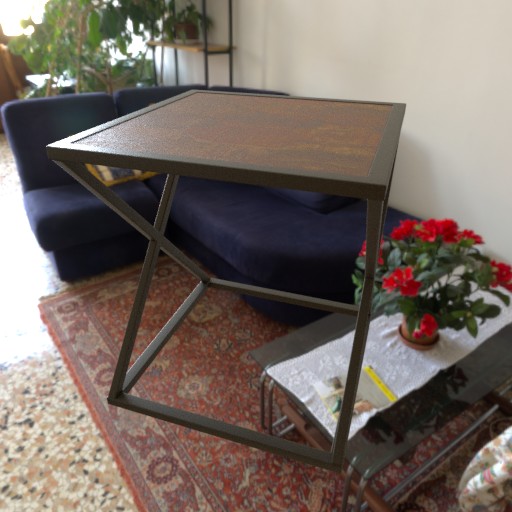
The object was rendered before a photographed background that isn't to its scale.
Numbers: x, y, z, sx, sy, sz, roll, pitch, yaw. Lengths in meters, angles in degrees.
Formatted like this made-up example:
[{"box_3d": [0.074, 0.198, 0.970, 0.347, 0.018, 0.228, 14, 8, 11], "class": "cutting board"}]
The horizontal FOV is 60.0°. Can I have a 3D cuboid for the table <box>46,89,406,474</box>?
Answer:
[{"box_3d": [0.000, 0.000, 0.943, 0.500, 0.565, 0.500, 10, 32, 16], "class": "table"}]
